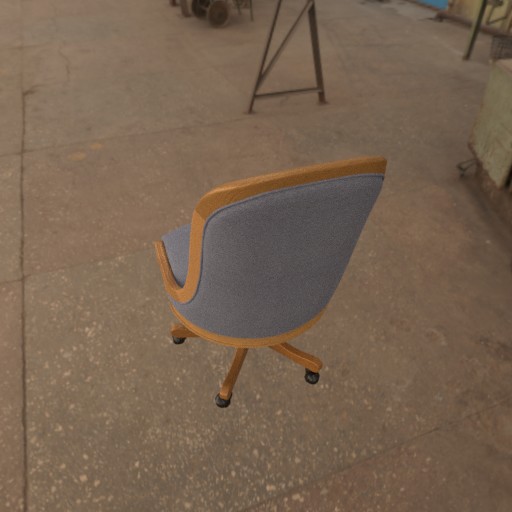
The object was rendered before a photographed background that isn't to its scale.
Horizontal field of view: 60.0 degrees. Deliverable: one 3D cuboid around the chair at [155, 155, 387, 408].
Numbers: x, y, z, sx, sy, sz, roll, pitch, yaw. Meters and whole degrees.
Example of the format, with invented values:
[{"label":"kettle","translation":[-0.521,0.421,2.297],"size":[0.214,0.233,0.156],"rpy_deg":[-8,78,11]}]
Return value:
[{"label":"chair","translation":[0.000,0.000,1.417],"size":[0.605,1.031,0.735],"rpy_deg":[-13,43,-14]}]
